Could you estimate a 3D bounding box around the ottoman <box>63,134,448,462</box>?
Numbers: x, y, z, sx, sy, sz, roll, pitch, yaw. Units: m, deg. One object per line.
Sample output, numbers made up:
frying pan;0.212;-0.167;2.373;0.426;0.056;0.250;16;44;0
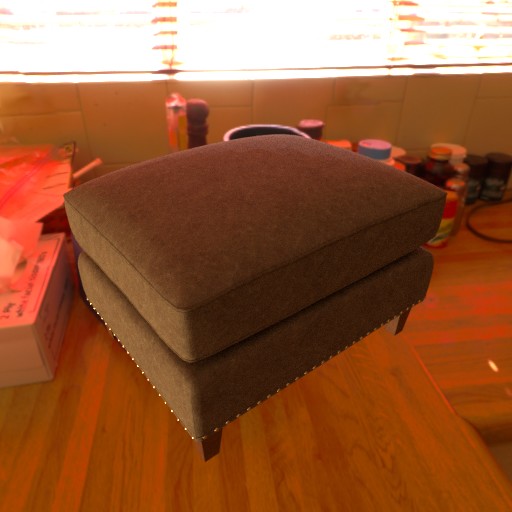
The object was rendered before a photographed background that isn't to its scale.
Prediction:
ottoman;0.000;0.000;1.141;0.741;0.513;0.584;-22;38;-32
